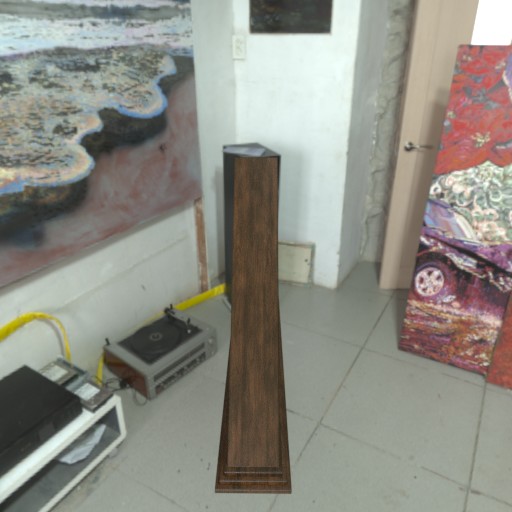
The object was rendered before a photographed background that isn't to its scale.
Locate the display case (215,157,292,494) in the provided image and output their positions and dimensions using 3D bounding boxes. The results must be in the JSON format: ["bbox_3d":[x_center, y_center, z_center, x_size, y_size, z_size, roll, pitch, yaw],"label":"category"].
[{"bbox_3d":[0.000,0.000,0.760,0.095,0.340,0.640,0,26,1],"label":"display case"}]
